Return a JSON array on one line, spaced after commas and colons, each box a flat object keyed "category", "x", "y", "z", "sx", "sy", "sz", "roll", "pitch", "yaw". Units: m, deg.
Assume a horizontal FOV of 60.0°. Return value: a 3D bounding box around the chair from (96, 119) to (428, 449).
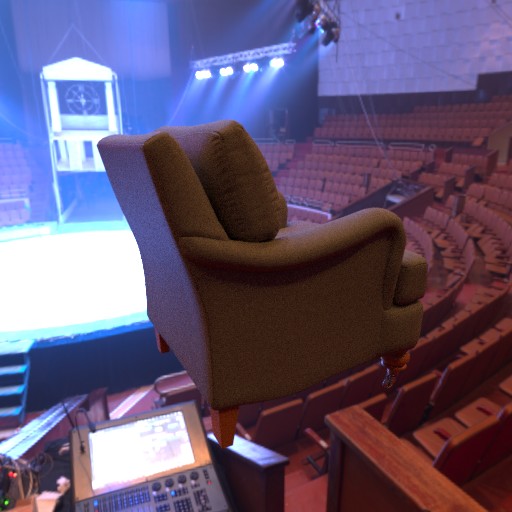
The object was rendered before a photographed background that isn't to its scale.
[{"category": "chair", "x": 0.000, "y": 0.000, "z": 1.826, "sx": 1.070, "sy": 1.038, "sz": 0.955, "roll": -7, "pitch": 16, "yaw": -26}]
